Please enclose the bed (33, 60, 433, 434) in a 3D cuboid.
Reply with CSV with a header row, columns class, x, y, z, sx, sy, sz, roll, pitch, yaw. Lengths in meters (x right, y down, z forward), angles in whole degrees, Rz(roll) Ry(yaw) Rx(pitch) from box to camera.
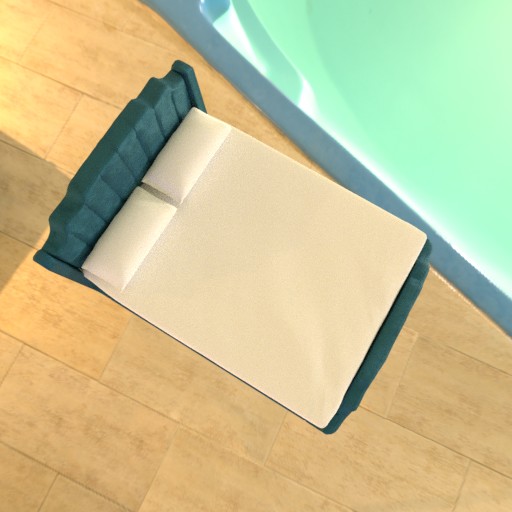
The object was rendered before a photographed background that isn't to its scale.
class,x,y,z,sx,sy,sz,roll,pitch,yaw
bed,0.000,0.000,3.277,2.322,1.338,1.678,30,79,6
